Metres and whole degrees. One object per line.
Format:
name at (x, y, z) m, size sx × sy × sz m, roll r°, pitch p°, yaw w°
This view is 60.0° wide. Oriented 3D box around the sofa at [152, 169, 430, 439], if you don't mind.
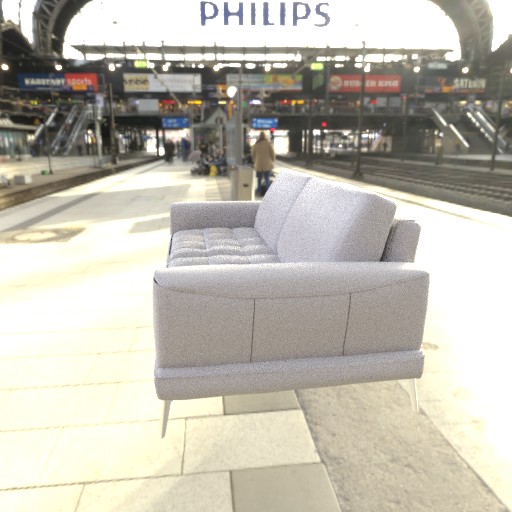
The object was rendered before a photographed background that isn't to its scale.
sofa at (0.000, 0.000, 2.651) m, size 1.121 × 0.930 × 2.177 m, roll -2°, pitch 14°, yaw -9°
